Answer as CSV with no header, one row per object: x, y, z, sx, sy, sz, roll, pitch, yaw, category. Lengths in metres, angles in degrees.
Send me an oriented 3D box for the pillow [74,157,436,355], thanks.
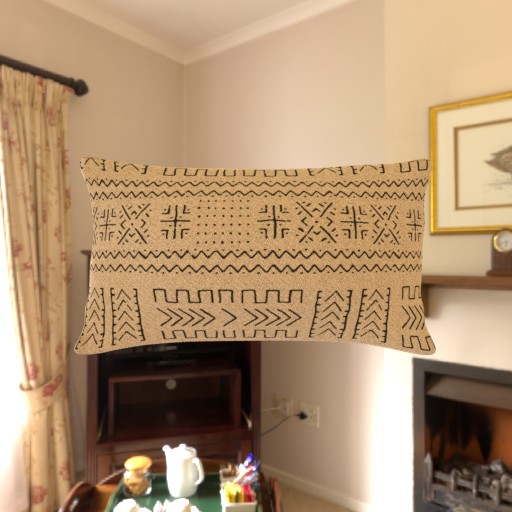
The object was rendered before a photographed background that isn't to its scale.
0.000,0.000,0.797,0.637,0.352,0.188,0,-1,-1,pillow
